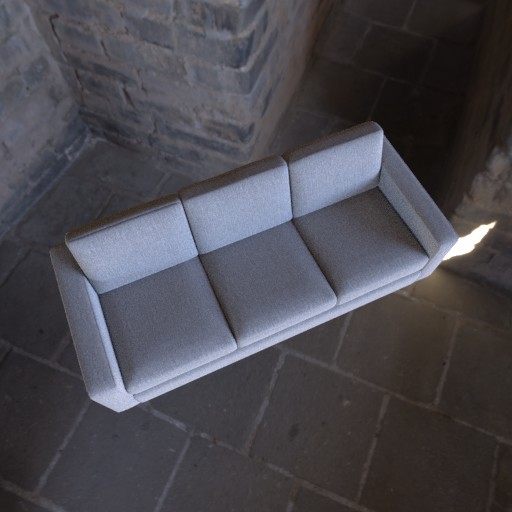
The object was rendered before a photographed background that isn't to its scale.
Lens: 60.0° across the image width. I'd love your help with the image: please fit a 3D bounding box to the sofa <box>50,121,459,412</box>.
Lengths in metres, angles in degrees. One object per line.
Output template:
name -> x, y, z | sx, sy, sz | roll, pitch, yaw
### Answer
sofa -> 0.000, 0.000, 2.591 | 2.120, 0.800, 0.900 | -22, 65, -11
